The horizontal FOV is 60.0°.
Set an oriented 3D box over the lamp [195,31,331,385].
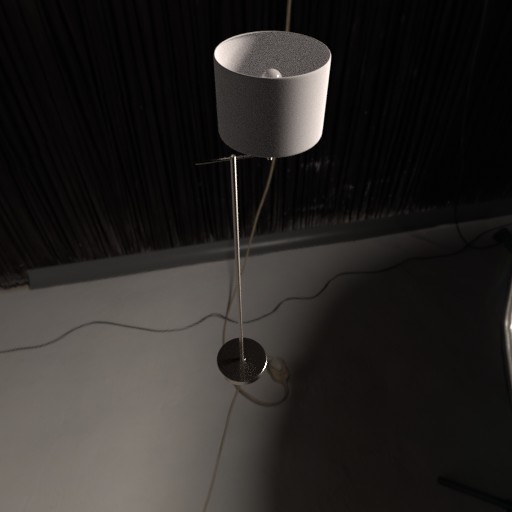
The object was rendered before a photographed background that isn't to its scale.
[{"bbox_3d":[0.000,0.000,1.793,0.416,1.600,0.324,-10,47,-9],"label":"lamp"}]
